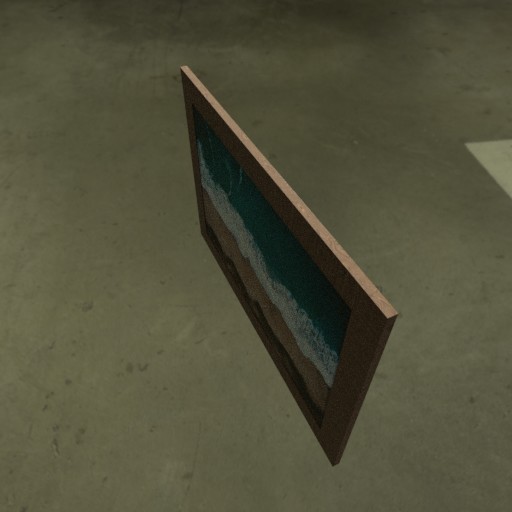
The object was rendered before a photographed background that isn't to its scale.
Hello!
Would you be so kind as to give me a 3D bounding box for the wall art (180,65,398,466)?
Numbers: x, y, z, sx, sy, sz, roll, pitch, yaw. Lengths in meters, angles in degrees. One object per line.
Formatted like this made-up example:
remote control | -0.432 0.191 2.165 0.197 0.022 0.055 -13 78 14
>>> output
wall art | 0.000 0.000 1.150 0.019 0.626 0.917 -19 50 -17
